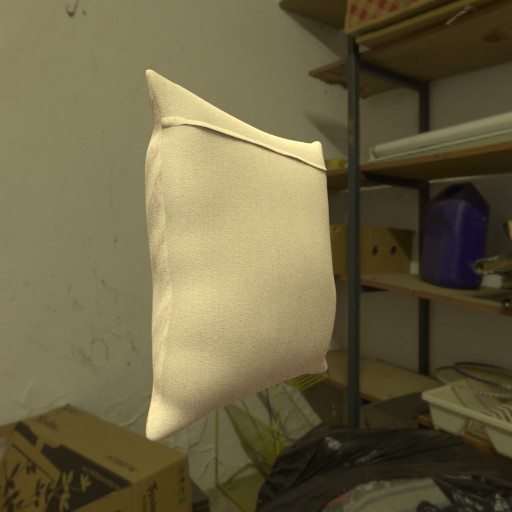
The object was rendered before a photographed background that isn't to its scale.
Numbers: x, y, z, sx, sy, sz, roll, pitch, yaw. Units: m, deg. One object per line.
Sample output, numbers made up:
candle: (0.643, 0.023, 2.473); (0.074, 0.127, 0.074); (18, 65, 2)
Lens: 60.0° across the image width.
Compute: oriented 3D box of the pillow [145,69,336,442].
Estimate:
pillow: (0.000, 0.000, 0.684); (0.182, 0.441, 0.440); (0, 0, 35)
